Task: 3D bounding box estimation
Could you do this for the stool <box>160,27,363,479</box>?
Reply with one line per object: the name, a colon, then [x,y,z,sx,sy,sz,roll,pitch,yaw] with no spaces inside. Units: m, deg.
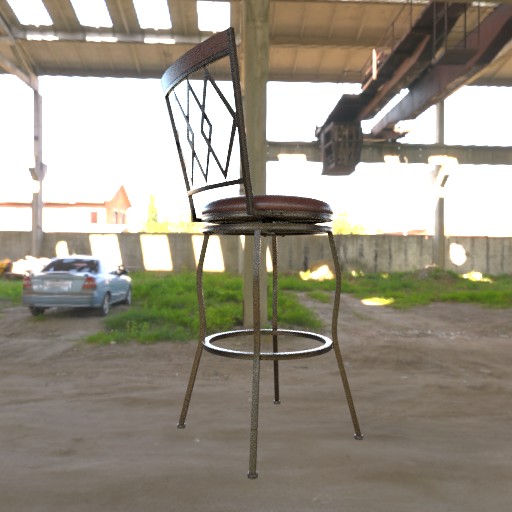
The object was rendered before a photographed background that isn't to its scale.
stool: [0.000,0.000,1.394,0.521,1.134,0.432,0,0,-36]
